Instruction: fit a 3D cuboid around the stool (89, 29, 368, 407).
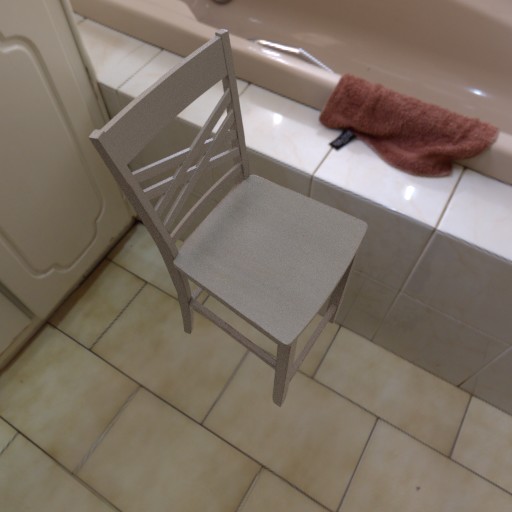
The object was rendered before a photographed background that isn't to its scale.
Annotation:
[{"bbox_3d":[0.000,0.000,1.380,0.539,1.079,0.462,30,62,17],"label":"stool"}]
